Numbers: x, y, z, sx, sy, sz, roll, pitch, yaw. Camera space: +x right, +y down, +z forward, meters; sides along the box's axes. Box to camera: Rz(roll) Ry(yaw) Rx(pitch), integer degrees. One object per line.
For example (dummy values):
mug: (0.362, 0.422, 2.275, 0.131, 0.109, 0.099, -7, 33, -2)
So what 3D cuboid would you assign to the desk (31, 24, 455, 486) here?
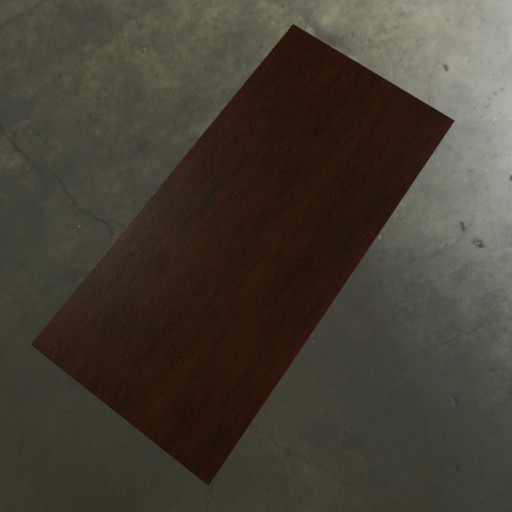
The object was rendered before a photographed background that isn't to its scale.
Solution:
desk: (0.000, 0.000, 1.666, 0.612, 0.758, 1.277, 35, 79, 8)
